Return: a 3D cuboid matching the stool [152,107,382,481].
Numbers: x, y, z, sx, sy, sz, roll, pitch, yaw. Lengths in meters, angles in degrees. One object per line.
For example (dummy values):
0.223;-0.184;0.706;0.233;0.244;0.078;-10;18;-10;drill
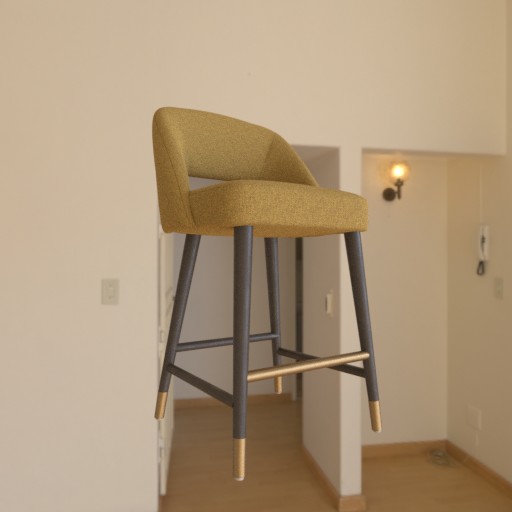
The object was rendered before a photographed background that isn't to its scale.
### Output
0.000;0.000;1.259;0.536;0.939;0.522;0;-1;-35;stool
